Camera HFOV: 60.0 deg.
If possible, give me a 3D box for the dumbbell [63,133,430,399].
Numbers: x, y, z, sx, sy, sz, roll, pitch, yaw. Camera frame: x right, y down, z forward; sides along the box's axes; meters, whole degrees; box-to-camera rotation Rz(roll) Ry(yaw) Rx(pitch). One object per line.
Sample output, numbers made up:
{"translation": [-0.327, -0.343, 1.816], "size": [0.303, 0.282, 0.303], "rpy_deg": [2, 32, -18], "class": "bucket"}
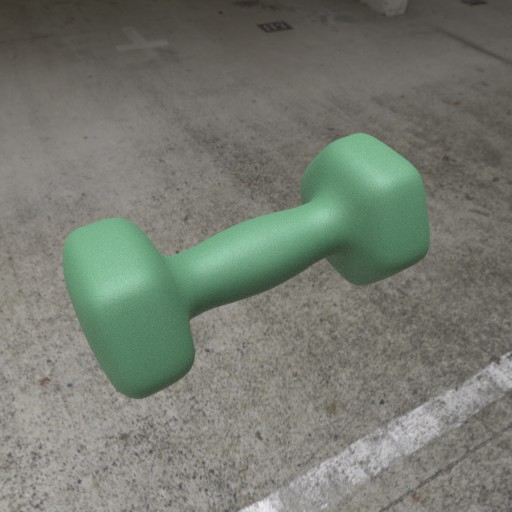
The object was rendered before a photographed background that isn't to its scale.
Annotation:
{"translation": [0.000, 0.000, 0.328], "size": [0.257, 0.114, 0.126], "rpy_deg": [-22, 51, -19], "class": "dumbbell"}
